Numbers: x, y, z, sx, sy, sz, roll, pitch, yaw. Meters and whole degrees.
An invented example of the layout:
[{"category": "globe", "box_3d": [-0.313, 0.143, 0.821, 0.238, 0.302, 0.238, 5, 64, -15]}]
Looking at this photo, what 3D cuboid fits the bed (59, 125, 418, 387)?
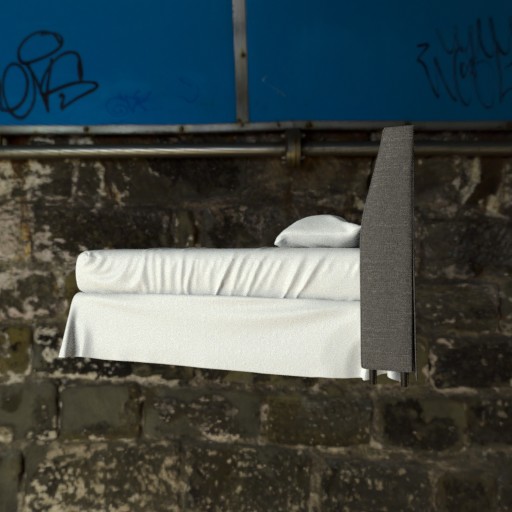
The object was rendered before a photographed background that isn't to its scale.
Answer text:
[{"category": "bed", "box_3d": [0.000, 0.000, 3.424, 2.276, 1.332, 1.925, 0, 0, 18]}]
